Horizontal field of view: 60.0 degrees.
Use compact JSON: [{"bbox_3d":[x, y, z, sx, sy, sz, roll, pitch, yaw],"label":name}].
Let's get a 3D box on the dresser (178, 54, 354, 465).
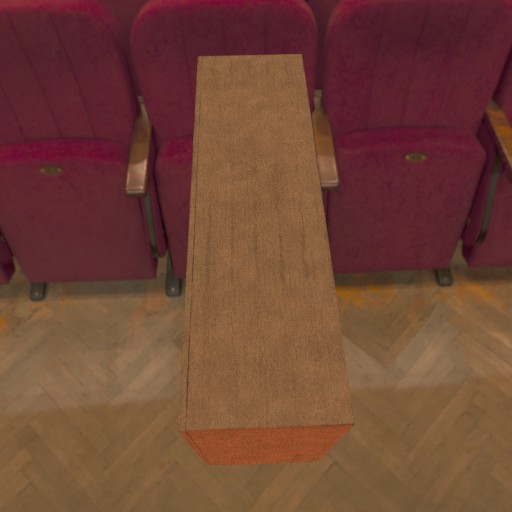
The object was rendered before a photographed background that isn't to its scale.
[{"bbox_3d":[0.000,0.000,2.004,0.483,0.889,1.628,-2,59,-1],"label":"dresser"}]
